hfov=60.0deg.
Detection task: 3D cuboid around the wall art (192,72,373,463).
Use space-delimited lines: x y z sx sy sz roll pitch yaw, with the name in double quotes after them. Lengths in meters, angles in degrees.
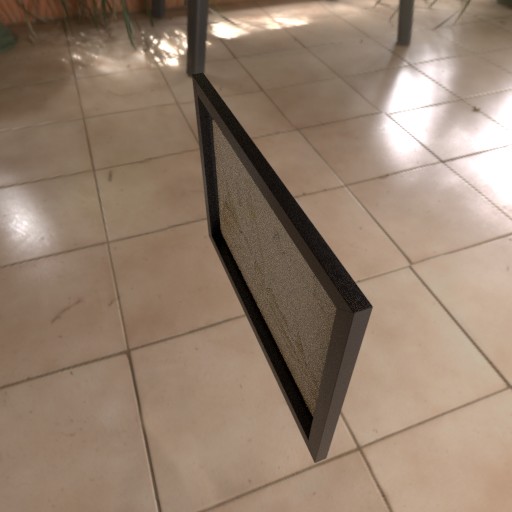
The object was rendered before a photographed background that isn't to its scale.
0.000 0.000 0.869 0.027 0.458 0.657 -16 48 -15 "wall art"
